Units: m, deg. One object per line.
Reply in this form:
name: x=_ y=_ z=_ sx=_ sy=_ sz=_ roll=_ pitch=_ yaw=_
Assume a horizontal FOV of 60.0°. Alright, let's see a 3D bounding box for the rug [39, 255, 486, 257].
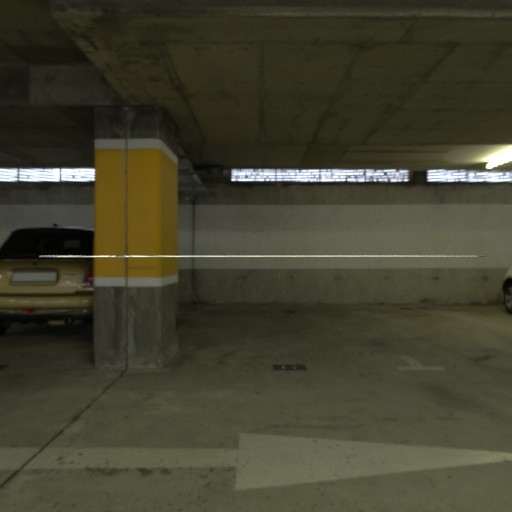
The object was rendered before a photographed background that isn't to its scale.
rug: x=0.000 y=0.000 z=2.541 sx=2.108 sy=0.009 sz=1.248 roll=0 pitch=0 yaw=-18
